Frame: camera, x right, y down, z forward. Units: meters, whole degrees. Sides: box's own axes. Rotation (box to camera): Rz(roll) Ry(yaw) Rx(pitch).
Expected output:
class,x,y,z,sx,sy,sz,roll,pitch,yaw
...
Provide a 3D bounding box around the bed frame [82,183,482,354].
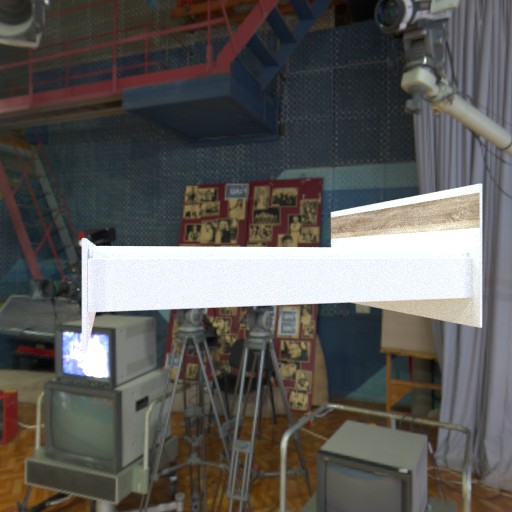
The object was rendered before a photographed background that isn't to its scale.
class,x,y,z,sx,sy,sz,roll,pitch,yaw
bed frame,0.000,0.000,2.937,2.060,0.800,1.720,0,0,-18
